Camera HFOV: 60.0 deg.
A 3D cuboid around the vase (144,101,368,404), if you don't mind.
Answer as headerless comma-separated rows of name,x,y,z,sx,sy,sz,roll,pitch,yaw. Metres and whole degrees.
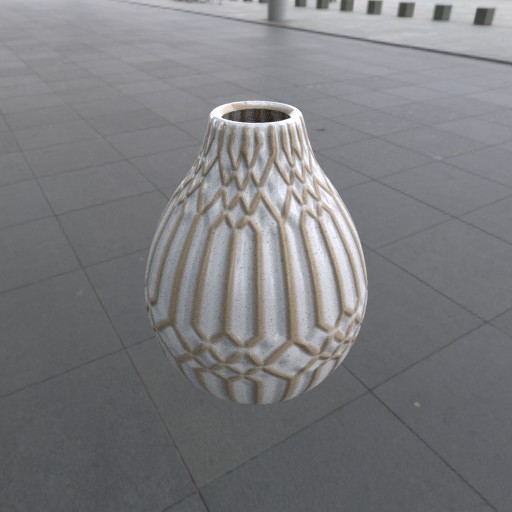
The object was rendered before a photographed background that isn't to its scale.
vase,0.000,0.000,0.312,0.159,0.200,0.159,0,33,0
